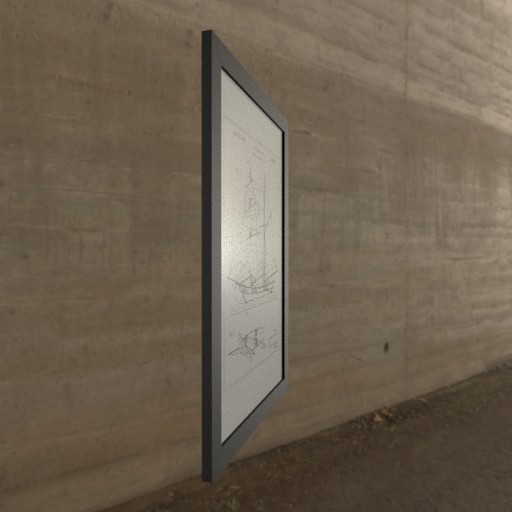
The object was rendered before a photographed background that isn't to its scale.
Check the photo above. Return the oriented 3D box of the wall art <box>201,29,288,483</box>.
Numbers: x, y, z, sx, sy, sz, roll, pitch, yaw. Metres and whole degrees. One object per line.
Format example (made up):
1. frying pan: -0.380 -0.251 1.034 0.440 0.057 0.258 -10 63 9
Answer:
1. wall art: 0.000 0.000 0.605 0.011 0.459 0.326 0 0 18
